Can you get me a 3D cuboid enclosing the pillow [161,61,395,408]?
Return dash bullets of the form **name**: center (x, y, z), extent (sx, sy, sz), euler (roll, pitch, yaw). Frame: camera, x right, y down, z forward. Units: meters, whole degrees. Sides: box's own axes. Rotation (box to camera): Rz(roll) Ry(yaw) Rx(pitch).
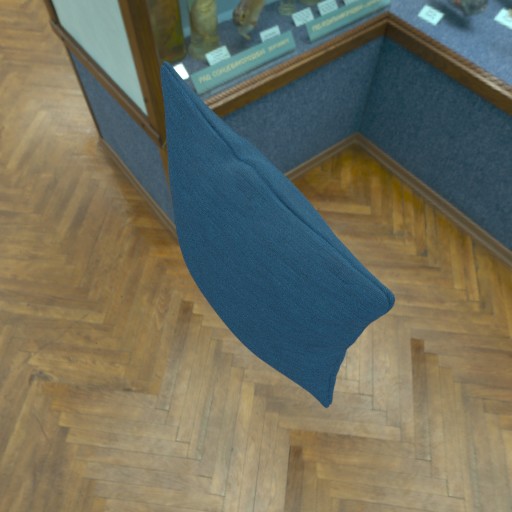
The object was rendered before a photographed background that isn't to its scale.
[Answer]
- **pillow**: center (0.000, 0.000, 0.676), extent (0.177, 0.420, 0.437), euler (-31, 63, -18)
